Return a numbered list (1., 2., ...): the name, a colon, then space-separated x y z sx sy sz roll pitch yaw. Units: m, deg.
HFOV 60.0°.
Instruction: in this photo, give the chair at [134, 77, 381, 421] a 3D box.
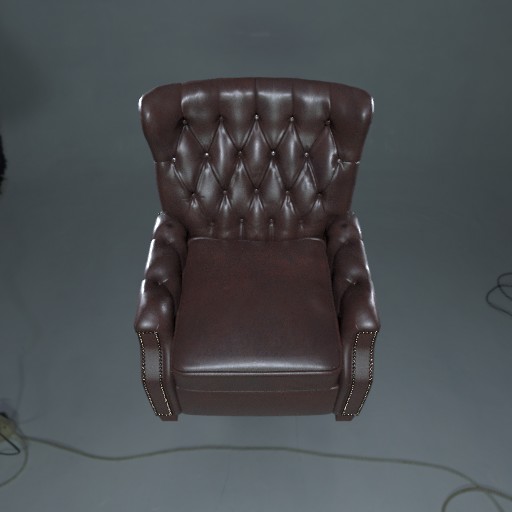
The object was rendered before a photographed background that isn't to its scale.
1. chair: 0.000 0.000 1.464 0.709 0.864 0.823 0 47 0
